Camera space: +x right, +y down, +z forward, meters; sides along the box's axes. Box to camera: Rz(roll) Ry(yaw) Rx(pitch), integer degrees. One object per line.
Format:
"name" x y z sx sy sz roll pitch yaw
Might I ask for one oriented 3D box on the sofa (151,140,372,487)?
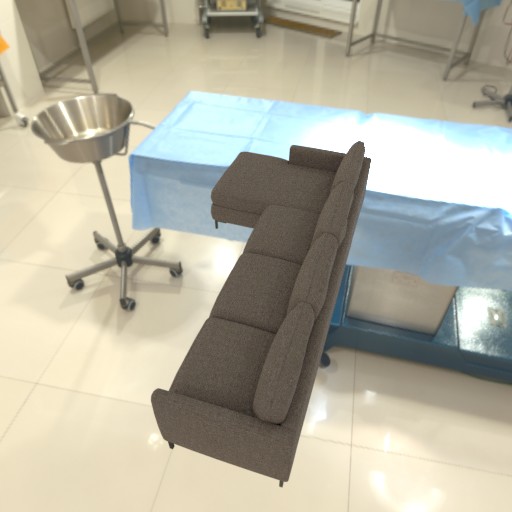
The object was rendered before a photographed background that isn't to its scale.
"sofa" 0.000 0.000 3.210 1.258 0.754 2.731 13 44 13
